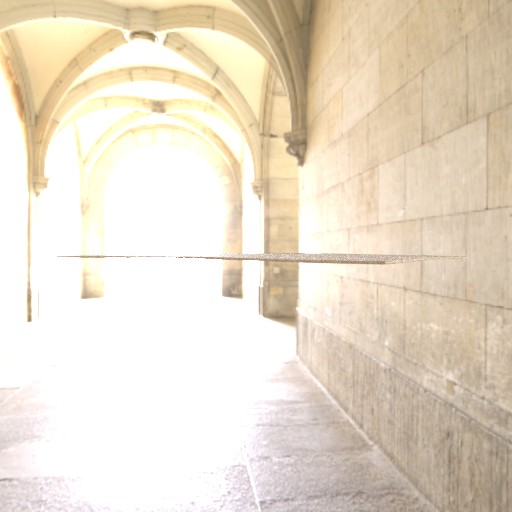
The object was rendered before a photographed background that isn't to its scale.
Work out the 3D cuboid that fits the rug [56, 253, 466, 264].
[{"bbox_3d":[0.000,0.000,2.319,1.820,0.022,1.179,1,1,37],"label":"rug"}]
